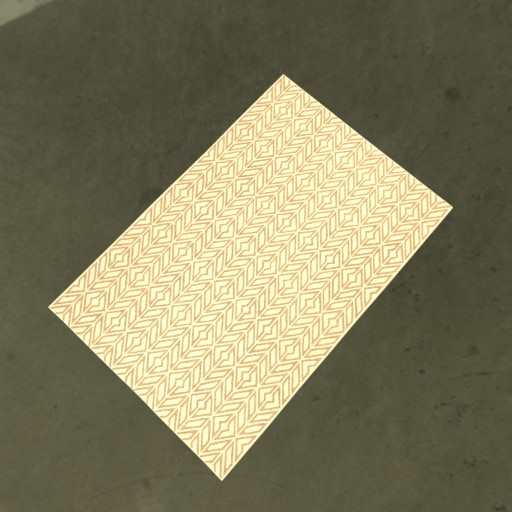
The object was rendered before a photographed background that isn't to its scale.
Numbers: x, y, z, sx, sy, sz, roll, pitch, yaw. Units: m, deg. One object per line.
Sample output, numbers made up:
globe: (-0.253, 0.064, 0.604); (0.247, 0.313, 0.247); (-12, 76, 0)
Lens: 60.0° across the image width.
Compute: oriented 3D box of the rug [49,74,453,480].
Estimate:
rug: (0.000, 0.000, 2.333); (1.220, 0.007, 1.828); (41, 80, 9)
